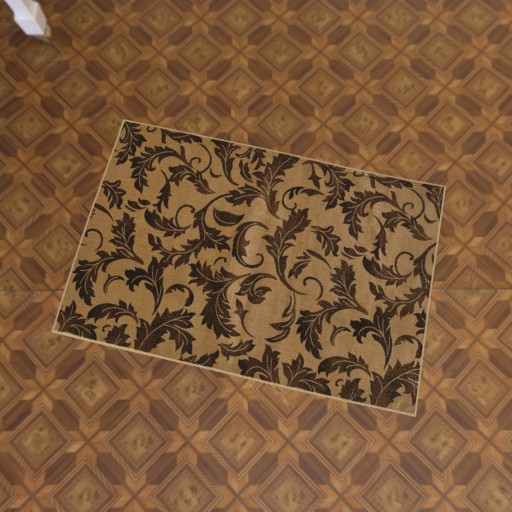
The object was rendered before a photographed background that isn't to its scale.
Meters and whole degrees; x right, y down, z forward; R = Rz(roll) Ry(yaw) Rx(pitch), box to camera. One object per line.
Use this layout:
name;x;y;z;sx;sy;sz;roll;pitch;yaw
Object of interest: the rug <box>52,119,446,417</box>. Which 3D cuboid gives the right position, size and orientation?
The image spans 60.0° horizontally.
rug;0.000;0.000;2.872;2.284;0.008;1.522;12;76;3
